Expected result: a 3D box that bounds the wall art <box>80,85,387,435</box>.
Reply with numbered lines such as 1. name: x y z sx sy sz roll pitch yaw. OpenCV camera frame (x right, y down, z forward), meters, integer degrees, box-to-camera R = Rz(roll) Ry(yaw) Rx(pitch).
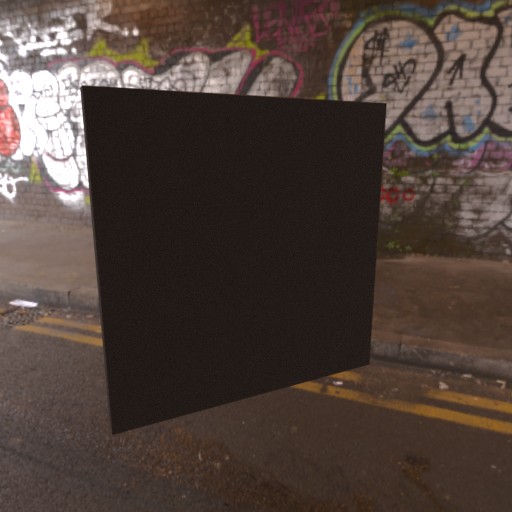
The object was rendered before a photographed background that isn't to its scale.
1. wall art: 0.000 0.000 1.118 0.762 0.762 0.038 -7 15 -26
